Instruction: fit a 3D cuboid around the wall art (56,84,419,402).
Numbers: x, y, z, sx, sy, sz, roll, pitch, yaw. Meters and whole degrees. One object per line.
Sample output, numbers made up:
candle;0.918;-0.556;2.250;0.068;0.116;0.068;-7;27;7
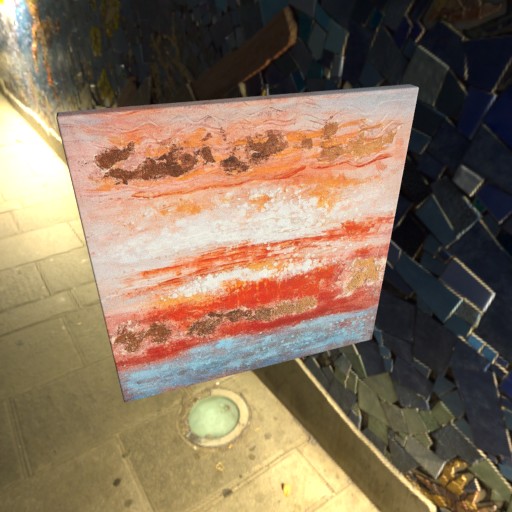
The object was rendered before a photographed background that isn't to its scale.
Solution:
wall art;0.000;0.000;1.085;0.747;0.747;0.035;-10;34;-16
